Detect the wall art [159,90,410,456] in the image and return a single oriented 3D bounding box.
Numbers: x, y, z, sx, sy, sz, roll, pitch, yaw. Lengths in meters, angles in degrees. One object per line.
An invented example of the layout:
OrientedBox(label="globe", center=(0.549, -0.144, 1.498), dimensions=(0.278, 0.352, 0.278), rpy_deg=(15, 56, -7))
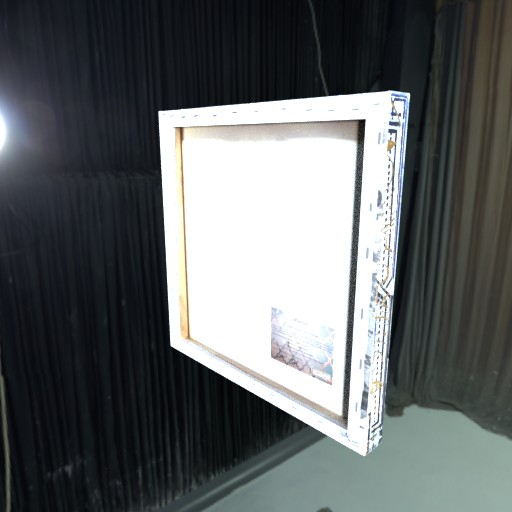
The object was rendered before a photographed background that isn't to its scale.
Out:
OrientedBox(label="wall art", center=(0.000, 0.000, 0.631), dimensions=(0.038, 0.410, 0.411), rpy_deg=(-14, 20, -42))
